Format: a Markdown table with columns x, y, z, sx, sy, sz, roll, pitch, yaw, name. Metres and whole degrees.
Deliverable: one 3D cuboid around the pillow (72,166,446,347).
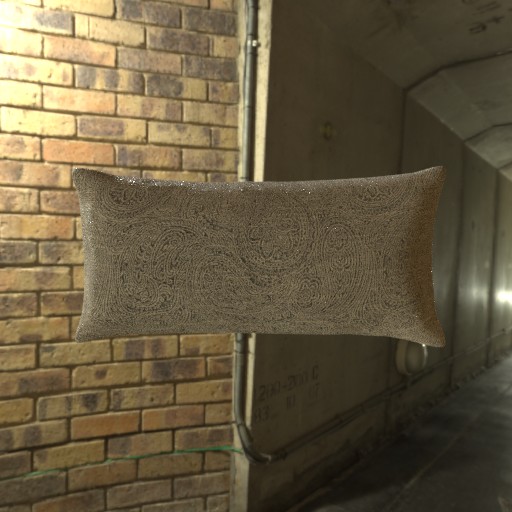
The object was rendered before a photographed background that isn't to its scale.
| x | y | z | sx | sy | sz | roll | pitch | yaw | name |
| --- | --- | --- | --- | --- | --- | --- | --- | --- | --- |
| 0.000 | 0.000 | 0.733 | 0.615 | 0.295 | 0.151 | 0 | 1 | 2 | pillow |
